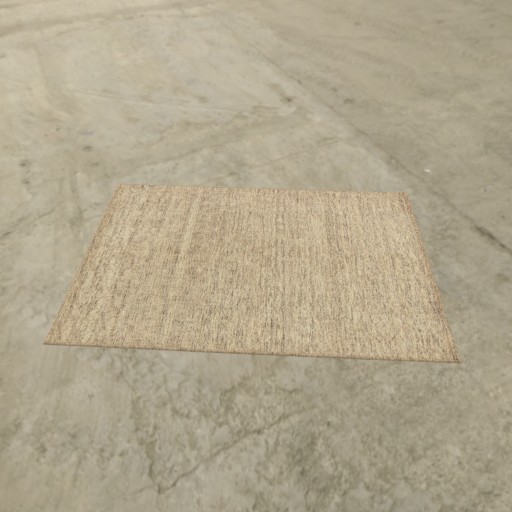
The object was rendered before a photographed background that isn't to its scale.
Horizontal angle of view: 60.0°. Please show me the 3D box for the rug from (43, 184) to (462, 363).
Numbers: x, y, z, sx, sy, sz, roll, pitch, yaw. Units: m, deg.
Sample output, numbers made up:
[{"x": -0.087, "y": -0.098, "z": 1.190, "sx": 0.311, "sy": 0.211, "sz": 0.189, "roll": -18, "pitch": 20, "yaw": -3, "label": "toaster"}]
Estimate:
[{"x": 0.000, "y": 0.000, "z": 2.355, "sx": 1.822, "sy": 0.018, "sz": 1.211, "roll": 2, "pitch": 45, "yaw": 2, "label": "rug"}]
